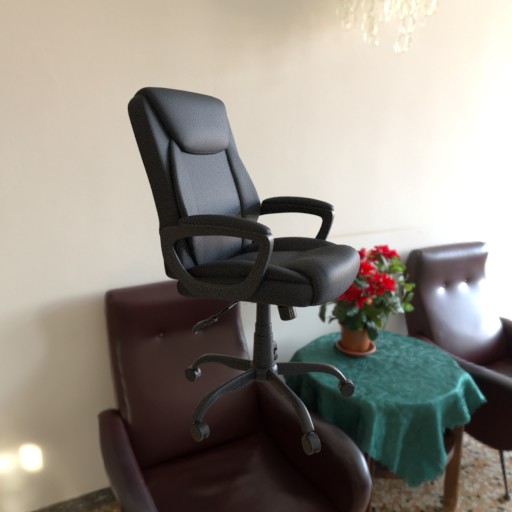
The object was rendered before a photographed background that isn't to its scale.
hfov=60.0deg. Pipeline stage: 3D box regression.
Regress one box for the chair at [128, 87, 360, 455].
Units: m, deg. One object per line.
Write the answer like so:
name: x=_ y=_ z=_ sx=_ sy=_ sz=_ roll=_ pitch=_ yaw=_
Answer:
chair: x=0.000 y=0.000 z=1.490 sx=0.655 sy=1.072 sz=0.615 roll=7 pitch=16 yaw=27
